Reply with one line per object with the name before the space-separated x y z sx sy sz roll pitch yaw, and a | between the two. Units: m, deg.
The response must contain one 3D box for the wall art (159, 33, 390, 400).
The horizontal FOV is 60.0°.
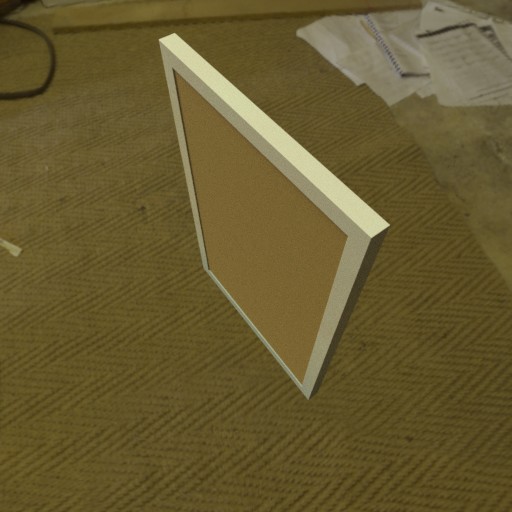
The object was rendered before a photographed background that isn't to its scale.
wall art | 0.000 0.000 1.166 0.039 0.915 0.612 -32 63 -19
